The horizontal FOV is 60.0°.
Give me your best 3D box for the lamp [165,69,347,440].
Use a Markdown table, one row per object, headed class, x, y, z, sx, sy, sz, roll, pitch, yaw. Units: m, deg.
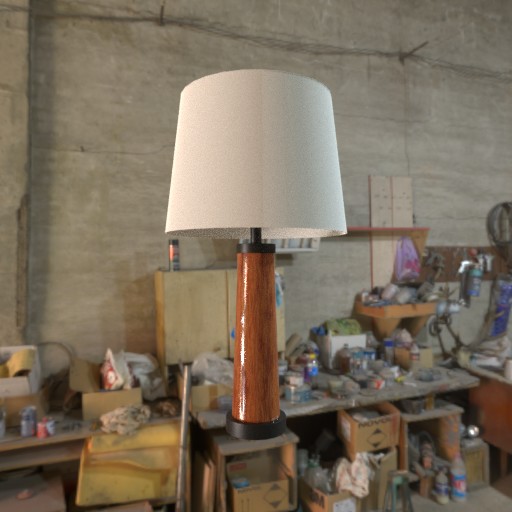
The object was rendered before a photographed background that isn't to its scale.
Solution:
| class | x | y | z | sx | sy | sz | roll | pitch | yaw |
| --- | --- | --- | --- | --- | --- | --- | --- | --- | --- |
| lamp | 0.000 | 0.000 | 0.862 | 0.349 | 0.667 | 0.349 | 0 | -1 | 0 |
